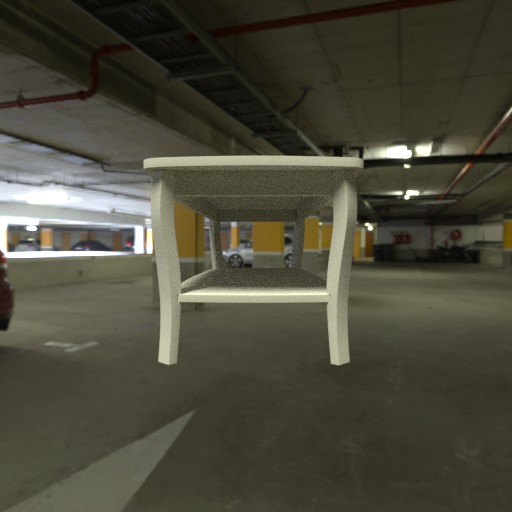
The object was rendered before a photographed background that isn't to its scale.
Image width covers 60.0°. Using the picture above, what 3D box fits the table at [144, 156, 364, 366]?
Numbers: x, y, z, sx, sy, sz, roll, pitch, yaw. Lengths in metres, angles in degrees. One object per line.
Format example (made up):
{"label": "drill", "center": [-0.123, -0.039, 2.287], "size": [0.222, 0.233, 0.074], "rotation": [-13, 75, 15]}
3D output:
{"label": "table", "center": [0.000, 0.000, 1.645], "size": [0.561, 0.474, 1.334], "rotation": [0, 1, 1]}
